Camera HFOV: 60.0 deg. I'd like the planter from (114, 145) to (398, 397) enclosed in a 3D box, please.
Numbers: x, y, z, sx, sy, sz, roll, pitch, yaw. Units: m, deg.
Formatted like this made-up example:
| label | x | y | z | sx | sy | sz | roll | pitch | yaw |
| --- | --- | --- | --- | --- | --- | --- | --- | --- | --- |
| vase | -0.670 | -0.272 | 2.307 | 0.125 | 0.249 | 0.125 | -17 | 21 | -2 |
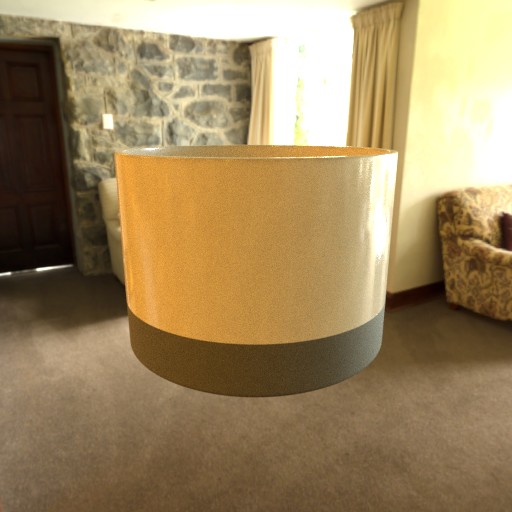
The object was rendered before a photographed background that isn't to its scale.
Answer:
| label | x | y | z | sx | sy | sz | roll | pitch | yaw |
| --- | --- | --- | --- | --- | --- | --- | --- | --- | --- |
| planter | 0.000 | 0.000 | 0.224 | 0.128 | 0.105 | 0.128 | 0 | 16 | 0 |
